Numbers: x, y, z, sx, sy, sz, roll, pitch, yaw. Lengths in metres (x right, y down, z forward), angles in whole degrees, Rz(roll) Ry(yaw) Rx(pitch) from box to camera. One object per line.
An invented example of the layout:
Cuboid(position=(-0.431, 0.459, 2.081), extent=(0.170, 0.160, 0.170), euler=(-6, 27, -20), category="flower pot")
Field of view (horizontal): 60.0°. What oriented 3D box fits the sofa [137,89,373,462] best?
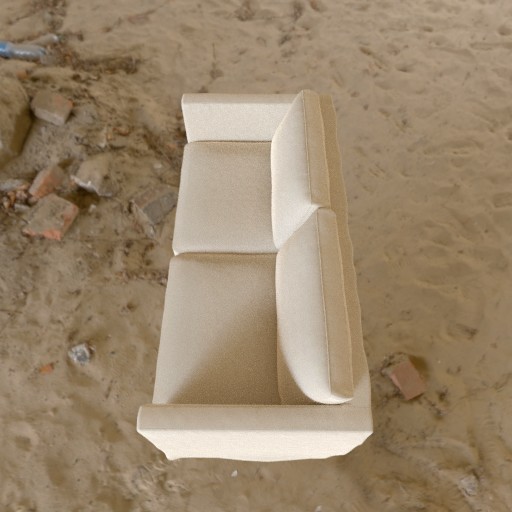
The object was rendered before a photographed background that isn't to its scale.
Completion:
Cuboid(position=(0.000, 0.000, 2.453), extent=(0.940, 0.870, 1.987), euler=(0, 59, 0), category="sofa")
